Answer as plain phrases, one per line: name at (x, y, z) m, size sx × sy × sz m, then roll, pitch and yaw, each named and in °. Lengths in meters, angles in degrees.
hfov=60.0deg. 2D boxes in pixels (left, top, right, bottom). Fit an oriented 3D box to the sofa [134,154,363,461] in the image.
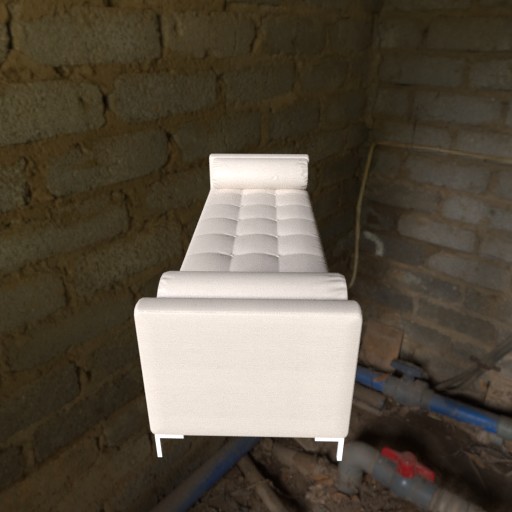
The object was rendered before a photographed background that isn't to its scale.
sofa at (0.000, 0.000, 2.314) m, size 0.686 × 0.635 × 1.981 m, roll 1°, pitch 26°, yaw 1°
